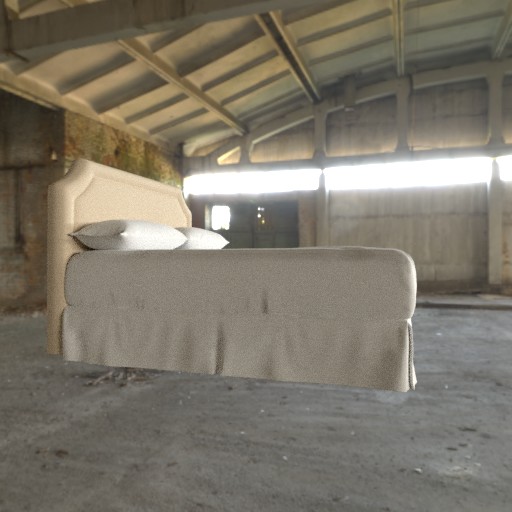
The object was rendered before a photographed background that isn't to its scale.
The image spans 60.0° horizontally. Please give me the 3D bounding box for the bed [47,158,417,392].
[{"bbox_3d":[0.000,0.000,3.789,2.548,1.524,2.134,0,0,19],"label":"bed"}]
